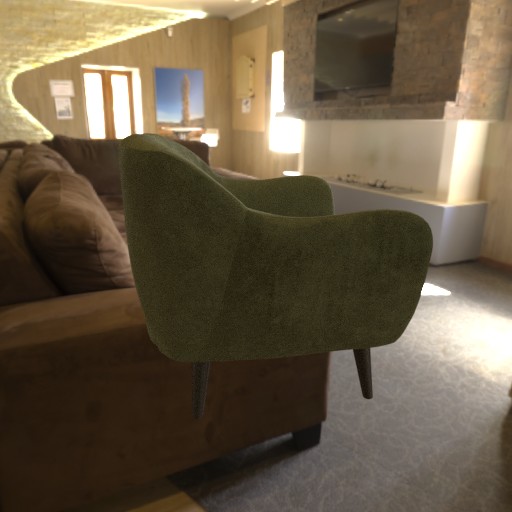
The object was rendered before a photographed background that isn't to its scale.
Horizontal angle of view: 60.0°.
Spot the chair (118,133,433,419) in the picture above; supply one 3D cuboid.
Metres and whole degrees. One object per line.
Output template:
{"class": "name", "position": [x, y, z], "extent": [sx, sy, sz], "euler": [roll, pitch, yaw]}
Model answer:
{"class": "chair", "position": [0.000, 0.000, 1.500], "extent": [0.819, 0.804, 0.840], "euler": [-3, 17, -10]}
